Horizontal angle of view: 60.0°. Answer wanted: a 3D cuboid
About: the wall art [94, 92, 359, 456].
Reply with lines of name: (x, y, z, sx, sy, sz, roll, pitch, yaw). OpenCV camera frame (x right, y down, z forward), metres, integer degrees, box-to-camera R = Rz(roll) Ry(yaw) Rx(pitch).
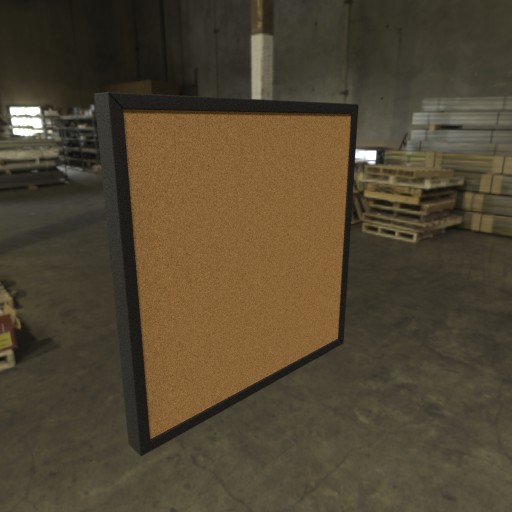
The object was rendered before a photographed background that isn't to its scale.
wall art: (0.000, 0.000, 0.764, 0.508, 0.508, 0.037, -15, 23, -41)
